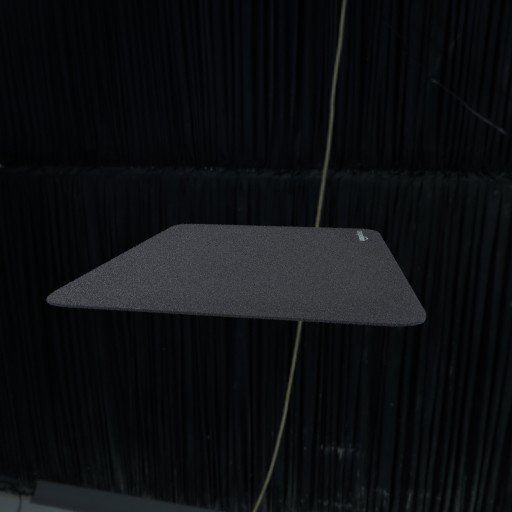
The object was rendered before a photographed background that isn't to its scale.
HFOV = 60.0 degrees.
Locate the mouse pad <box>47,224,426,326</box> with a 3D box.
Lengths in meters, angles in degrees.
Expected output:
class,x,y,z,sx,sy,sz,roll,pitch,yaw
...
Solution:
class,x,y,z,sx,sy,sz,roll,pitch,yaw
mouse pad,0.000,0.000,0.442,0.269,0.002,0.315,2,15,8
